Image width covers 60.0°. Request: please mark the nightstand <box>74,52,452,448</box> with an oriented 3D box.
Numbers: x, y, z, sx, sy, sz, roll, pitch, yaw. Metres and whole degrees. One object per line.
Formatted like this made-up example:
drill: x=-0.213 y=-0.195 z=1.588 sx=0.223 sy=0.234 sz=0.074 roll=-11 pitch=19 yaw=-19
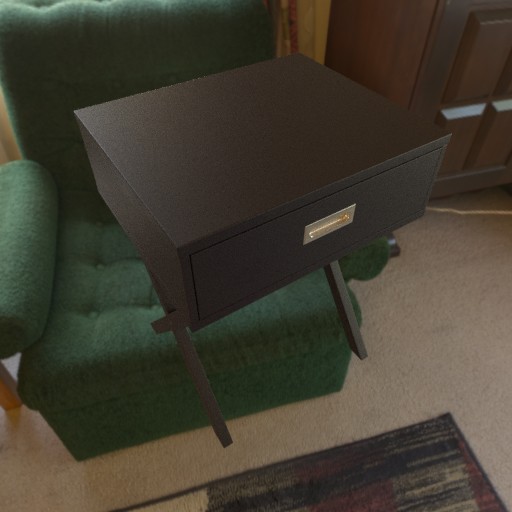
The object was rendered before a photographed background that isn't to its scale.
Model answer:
nightstand: x=0.000 y=0.000 z=0.946 sx=0.479 sy=0.623 sz=0.402 roll=-25 pitch=50 yaw=-23
